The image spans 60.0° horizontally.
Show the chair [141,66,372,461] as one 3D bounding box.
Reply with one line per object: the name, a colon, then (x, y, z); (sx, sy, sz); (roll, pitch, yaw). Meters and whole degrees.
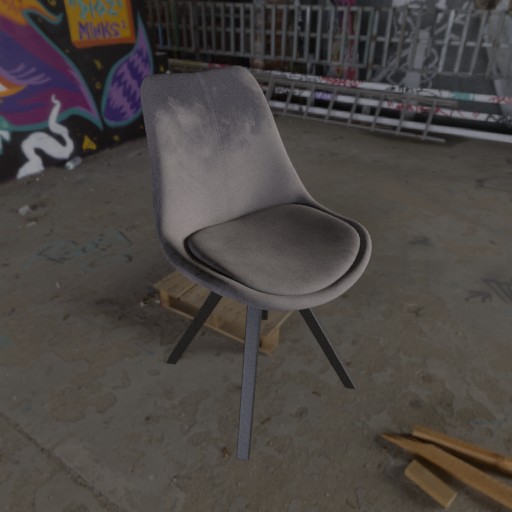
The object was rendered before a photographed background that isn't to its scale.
chair: (0.000, 0.000, 1.160); (0.476, 0.850, 0.550); (-21, 37, -31)
